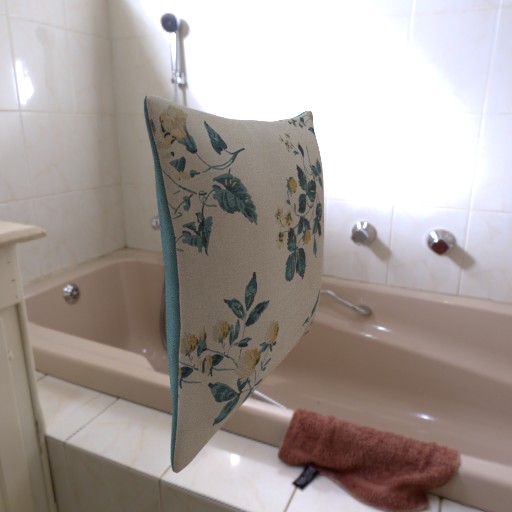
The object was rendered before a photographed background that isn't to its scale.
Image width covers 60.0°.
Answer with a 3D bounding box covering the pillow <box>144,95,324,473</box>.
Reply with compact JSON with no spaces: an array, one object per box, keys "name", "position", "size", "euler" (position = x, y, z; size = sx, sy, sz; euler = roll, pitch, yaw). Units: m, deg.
[{"name":"pillow","position":[0.000,0.000,0.782],"size":[0.166,0.507,0.526],"euler":[8,18,26]}]
